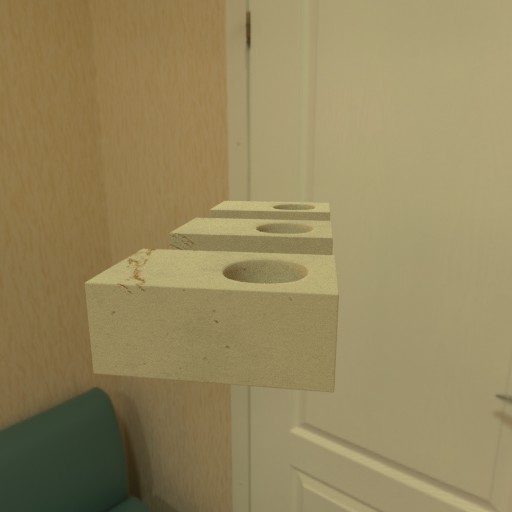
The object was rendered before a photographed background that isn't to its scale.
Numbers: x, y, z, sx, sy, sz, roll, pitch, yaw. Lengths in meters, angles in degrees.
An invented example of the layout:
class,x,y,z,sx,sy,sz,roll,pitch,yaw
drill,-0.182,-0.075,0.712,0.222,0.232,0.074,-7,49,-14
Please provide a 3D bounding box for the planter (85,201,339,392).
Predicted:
class,x,y,z,sx,sy,sz,roll,pitch,yaw
planter,0.000,0.000,0.381,0.127,0.051,0.333,2,14,8
